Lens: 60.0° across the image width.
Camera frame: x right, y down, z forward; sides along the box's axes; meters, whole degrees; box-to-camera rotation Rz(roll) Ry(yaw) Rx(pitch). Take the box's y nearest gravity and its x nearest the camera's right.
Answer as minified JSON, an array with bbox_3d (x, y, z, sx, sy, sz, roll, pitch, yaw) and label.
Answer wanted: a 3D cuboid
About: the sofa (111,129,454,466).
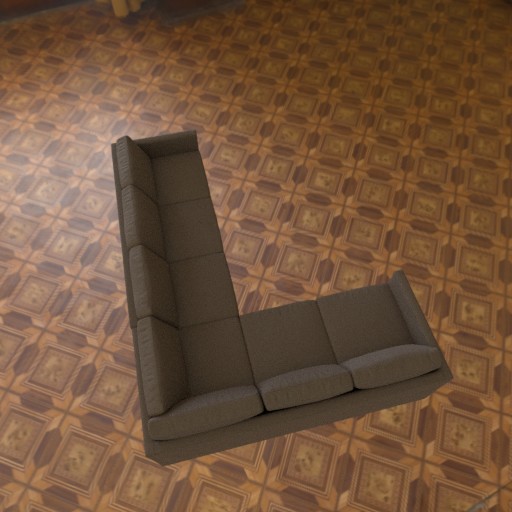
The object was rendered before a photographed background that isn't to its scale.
[{"bbox_3d":[0.000,0.000,4.307,2.432,0.871,3.182,-12,60,-7],"label":"sofa"}]
